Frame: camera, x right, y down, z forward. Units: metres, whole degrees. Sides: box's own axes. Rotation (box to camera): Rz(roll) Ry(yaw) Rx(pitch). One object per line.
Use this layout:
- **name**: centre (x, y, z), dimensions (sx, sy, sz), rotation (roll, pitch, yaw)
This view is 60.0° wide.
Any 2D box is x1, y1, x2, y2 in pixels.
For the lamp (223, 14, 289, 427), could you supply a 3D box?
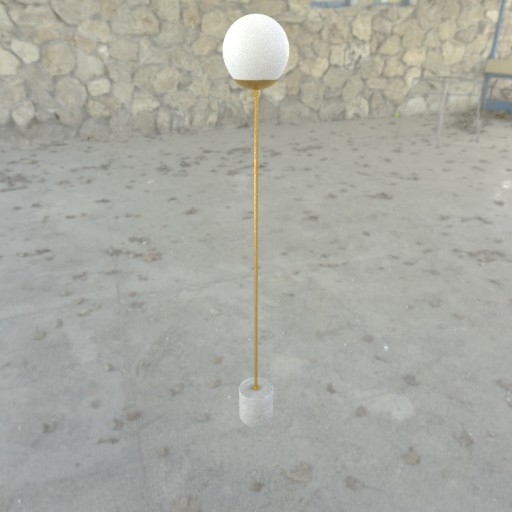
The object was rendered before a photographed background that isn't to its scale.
- **lamp**: centre (0.000, 0.000, 1.825), dimensions (0.224, 1.753, 0.224), rotation (-8, 27, -17)
